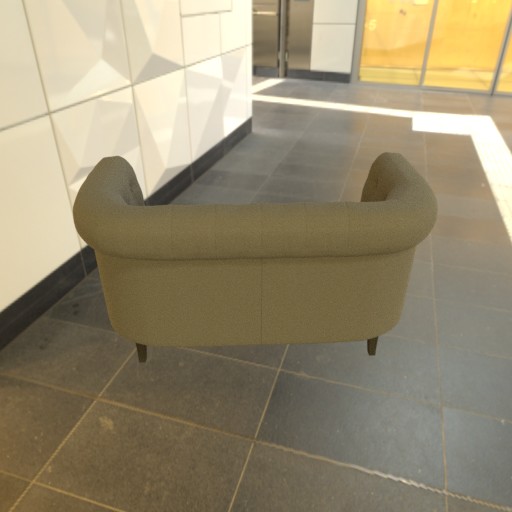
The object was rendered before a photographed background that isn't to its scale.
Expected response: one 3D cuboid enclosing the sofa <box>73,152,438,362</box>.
[{"bbox_3d":[0.000,0.000,2.125,1.558,0.827,0.835,-1,31,-2],"label":"sofa"}]
